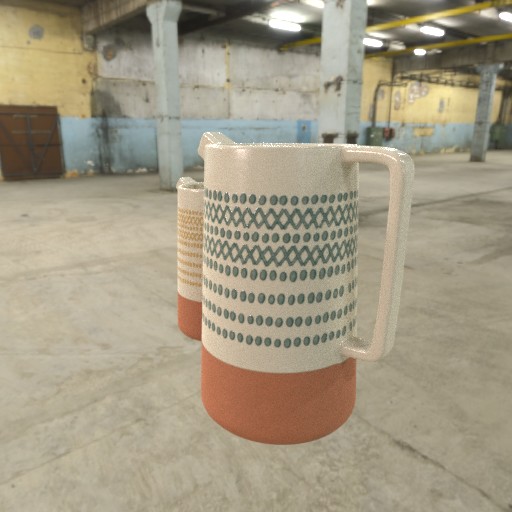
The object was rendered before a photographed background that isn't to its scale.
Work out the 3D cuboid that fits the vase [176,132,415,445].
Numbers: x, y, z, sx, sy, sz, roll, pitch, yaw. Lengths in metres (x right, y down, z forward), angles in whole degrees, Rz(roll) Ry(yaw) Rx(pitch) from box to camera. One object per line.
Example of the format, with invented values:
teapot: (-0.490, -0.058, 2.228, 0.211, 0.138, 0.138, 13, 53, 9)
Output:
vase: (0.000, 0.000, 0.460, 0.168, 0.247, 0.326, -3, 15, -10)
